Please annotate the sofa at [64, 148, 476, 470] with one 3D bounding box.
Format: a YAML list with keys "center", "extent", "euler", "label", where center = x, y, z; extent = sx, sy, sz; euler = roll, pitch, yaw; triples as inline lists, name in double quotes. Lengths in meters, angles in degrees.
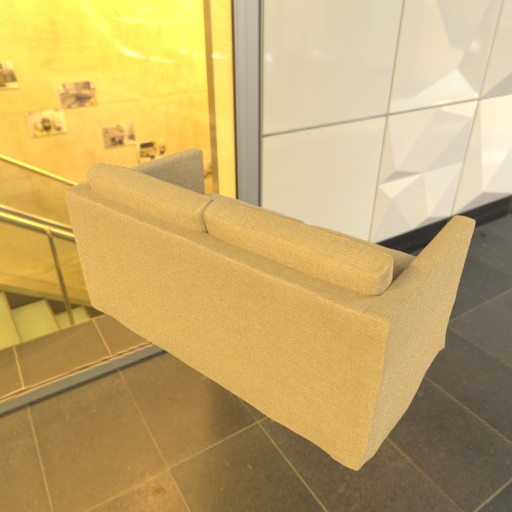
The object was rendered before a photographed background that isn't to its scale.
- center: [0.000, 0.000, 2.216]
  extent: [1.766, 0.828, 0.956]
  euler: [22, 37, 32]
  label: "sofa"
